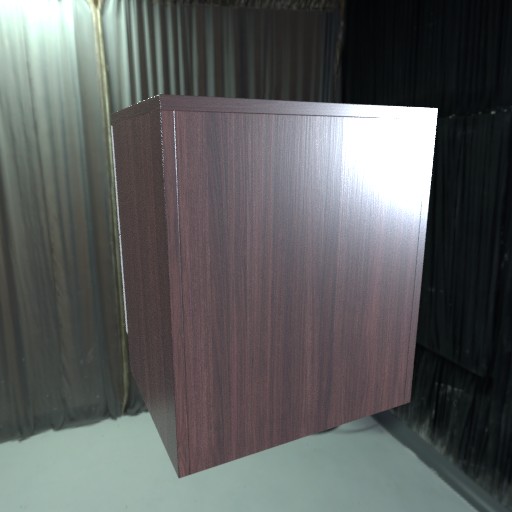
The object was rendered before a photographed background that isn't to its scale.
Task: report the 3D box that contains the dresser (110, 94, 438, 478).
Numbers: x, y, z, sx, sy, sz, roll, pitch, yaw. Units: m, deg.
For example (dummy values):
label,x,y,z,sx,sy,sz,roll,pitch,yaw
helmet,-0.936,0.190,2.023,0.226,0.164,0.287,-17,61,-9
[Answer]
label,x,y,z,sx,sy,sz,roll,pitch,yaw
dresser,0.000,0.000,0.759,0.400,0.470,0.360,-7,15,-25
